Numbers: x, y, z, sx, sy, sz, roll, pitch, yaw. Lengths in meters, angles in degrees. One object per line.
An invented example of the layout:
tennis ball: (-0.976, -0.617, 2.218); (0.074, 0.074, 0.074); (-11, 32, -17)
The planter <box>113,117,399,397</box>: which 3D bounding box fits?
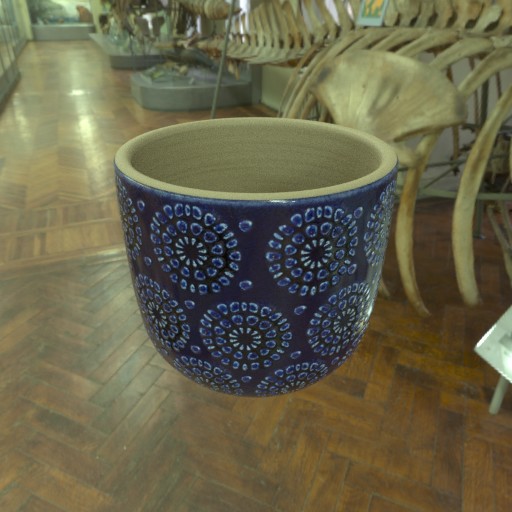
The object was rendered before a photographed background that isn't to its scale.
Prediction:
planter: (0.000, 0.000, 0.298); (0.165, 0.149, 0.165); (0, 29, 0)
